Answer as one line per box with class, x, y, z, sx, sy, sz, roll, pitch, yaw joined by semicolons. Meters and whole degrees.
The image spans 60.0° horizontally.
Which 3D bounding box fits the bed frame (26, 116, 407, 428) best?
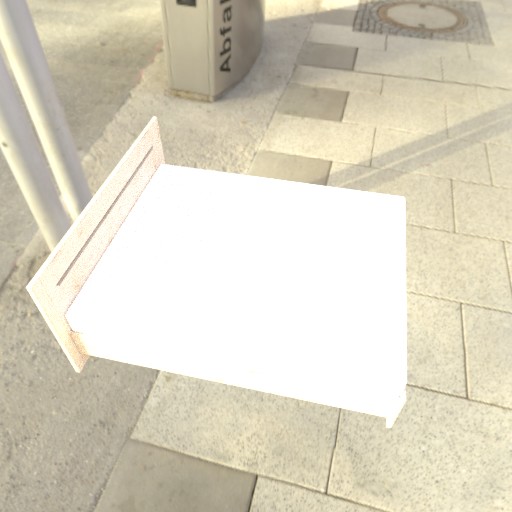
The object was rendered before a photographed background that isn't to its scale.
bed frame;0.000;0.000;3.106;2.080;0.900;1.800;9;47;9
